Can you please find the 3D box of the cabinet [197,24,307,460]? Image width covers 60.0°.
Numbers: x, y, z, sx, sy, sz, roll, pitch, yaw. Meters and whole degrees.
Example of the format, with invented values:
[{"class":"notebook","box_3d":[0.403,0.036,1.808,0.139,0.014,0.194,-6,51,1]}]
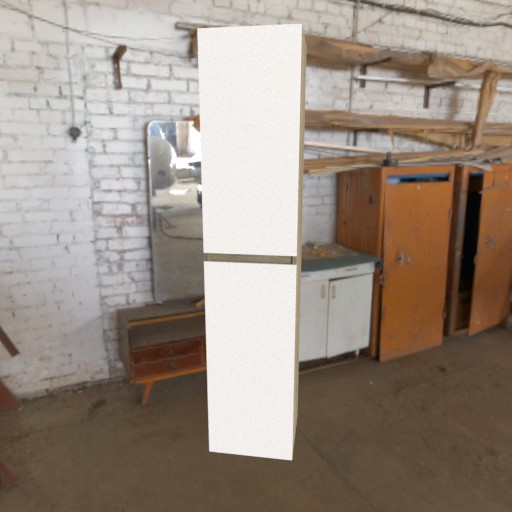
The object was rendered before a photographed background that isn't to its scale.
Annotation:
[{"class":"cabinet","box_3d":[0.000,0.000,1.544,0.300,1.400,0.270,2,14,9]}]
